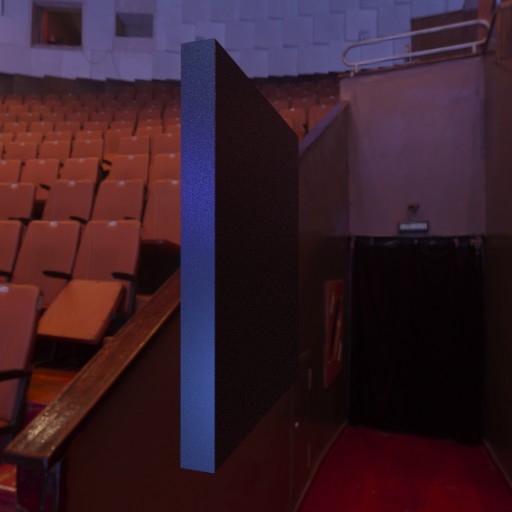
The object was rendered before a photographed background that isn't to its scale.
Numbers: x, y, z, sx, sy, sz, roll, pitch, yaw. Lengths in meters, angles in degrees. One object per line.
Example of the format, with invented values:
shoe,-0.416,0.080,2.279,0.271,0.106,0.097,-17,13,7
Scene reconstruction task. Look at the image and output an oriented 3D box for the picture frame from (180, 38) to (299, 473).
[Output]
picture frame,0.000,0.000,0.546,0.034,0.378,0.328,0,0,18
